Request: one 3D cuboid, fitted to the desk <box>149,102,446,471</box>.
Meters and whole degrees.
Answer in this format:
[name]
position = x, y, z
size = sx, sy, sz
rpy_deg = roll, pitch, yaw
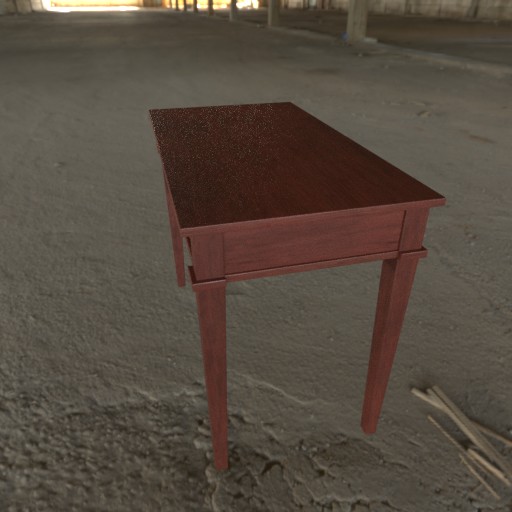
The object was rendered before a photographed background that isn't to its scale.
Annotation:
[desk]
position = 0.000, 0.000, 1.464
size = 0.549, 0.762, 1.001
rpy_deg = -8, 31, -13
